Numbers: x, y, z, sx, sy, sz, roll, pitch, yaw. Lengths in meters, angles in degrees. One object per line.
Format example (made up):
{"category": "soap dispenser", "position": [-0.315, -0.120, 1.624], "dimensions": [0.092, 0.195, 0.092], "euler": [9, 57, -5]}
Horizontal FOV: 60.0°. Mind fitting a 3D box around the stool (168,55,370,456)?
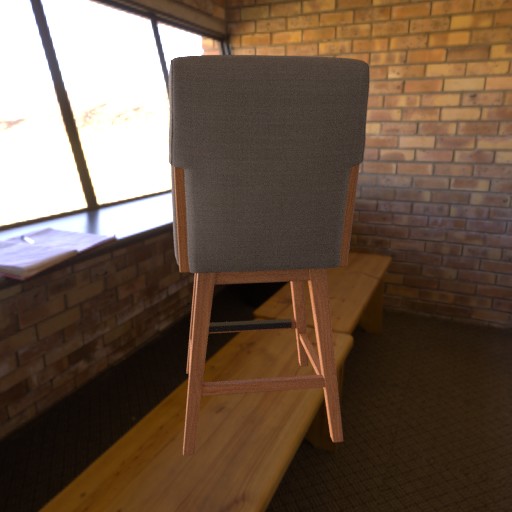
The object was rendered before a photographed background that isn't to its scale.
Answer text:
{"category": "stool", "position": [0.000, 0.000, 1.305], "dimensions": [0.459, 1.019, 0.570], "euler": [-2, 17, -7]}
